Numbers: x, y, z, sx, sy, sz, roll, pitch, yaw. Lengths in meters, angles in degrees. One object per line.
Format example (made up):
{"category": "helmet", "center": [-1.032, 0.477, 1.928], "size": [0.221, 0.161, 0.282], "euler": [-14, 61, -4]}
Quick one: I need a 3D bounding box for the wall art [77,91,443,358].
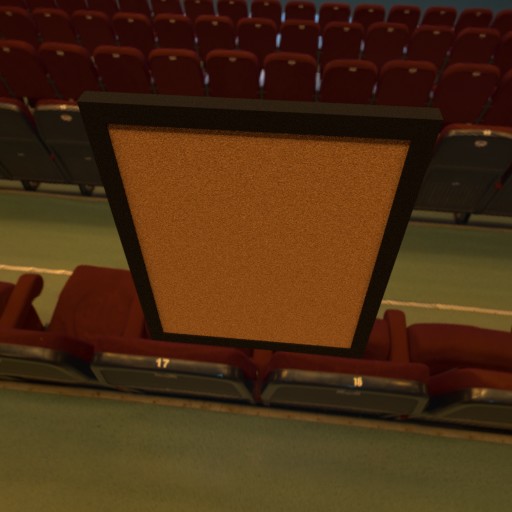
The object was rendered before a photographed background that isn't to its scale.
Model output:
{"category": "wall art", "center": [0.000, 0.000, 0.764], "size": [0.457, 0.559, 0.029], "euler": [4, 47, 4]}
